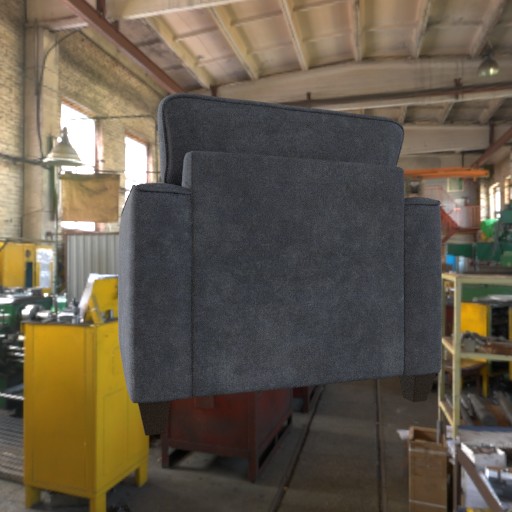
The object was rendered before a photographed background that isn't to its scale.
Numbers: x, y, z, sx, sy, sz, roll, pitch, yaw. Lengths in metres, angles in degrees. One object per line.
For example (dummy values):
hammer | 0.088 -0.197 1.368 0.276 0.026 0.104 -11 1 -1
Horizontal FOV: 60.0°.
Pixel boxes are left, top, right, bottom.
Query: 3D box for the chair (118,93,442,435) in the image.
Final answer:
chair | 0.000 0.000 1.728 1.015 0.965 0.939 0 0 -19
